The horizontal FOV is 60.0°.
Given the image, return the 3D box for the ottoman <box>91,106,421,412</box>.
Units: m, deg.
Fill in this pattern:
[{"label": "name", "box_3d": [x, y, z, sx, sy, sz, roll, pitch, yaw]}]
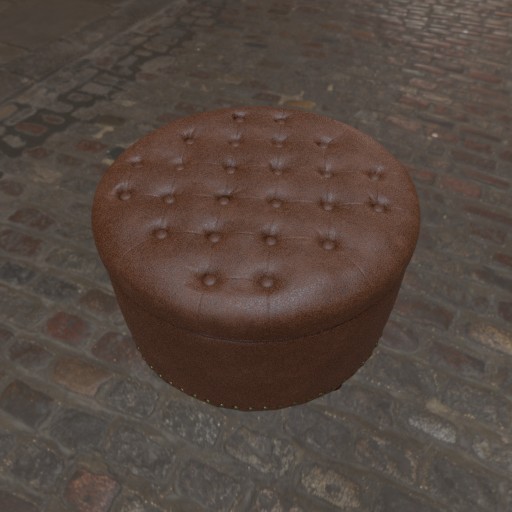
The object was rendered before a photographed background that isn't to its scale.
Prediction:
[{"label": "ottoman", "box_3d": [0.000, 0.000, 1.016, 0.637, 0.442, 0.637, 0, 47, 0]}]
